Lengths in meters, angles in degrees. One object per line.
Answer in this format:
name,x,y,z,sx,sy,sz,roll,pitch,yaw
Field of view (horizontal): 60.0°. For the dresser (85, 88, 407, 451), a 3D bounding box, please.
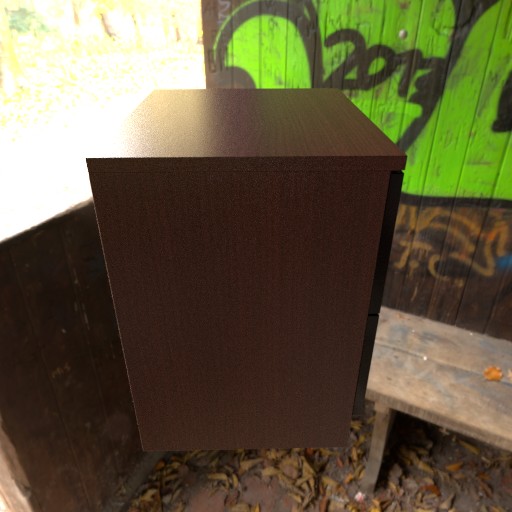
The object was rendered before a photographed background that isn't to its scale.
dresser,0.000,0.000,0.749,0.360,0.470,0.400,-1,30,-1
